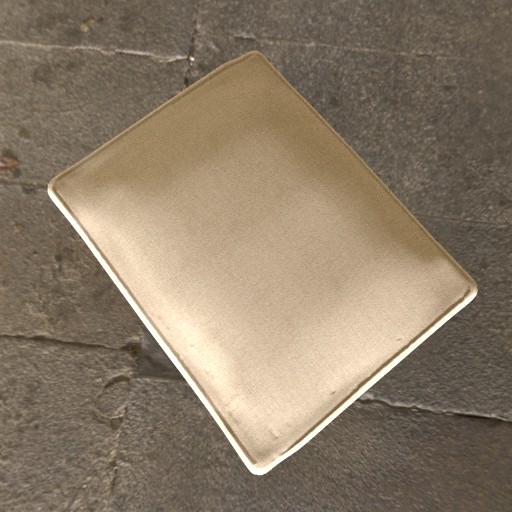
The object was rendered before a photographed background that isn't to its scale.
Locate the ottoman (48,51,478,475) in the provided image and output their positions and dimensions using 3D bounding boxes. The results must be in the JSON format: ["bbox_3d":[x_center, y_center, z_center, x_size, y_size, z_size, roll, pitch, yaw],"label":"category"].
[{"bbox_3d":[0.000,0.000,1.196,0.650,0.485,0.833,-38,79,-9],"label":"ottoman"}]
